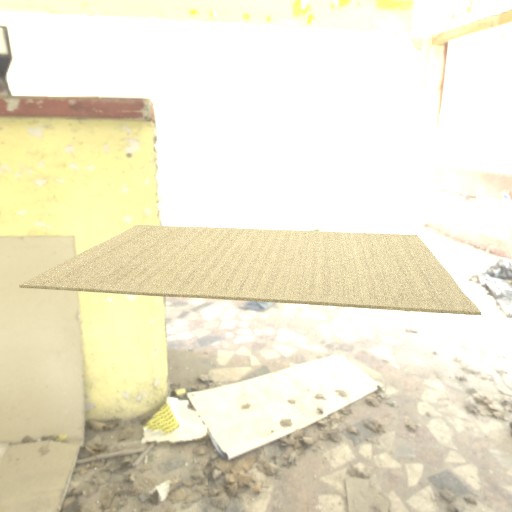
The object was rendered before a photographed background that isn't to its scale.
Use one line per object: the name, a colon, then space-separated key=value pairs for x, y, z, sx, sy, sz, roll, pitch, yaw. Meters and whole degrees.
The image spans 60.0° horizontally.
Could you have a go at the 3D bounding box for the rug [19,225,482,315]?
rug: x=0.000 y=0.000 z=2.882 sx=2.297 sy=0.018 sz=1.532 roll=3 pitch=16 yaw=9
